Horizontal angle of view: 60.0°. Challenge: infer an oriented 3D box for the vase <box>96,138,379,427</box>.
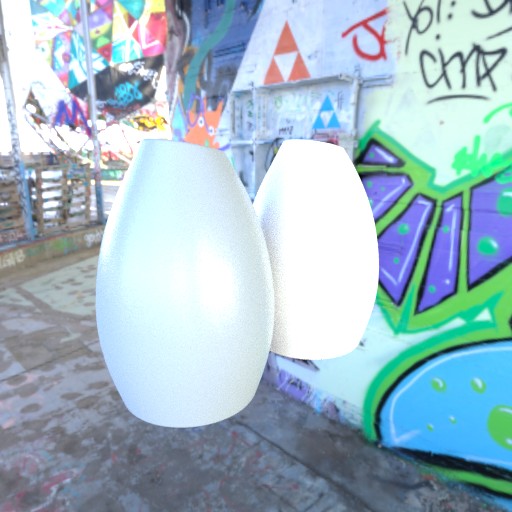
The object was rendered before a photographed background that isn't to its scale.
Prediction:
[{"bbox_3d":[0.000,0.000,0.257,0.187,0.131,0.089,-13,19,-42],"label":"vase"}]
